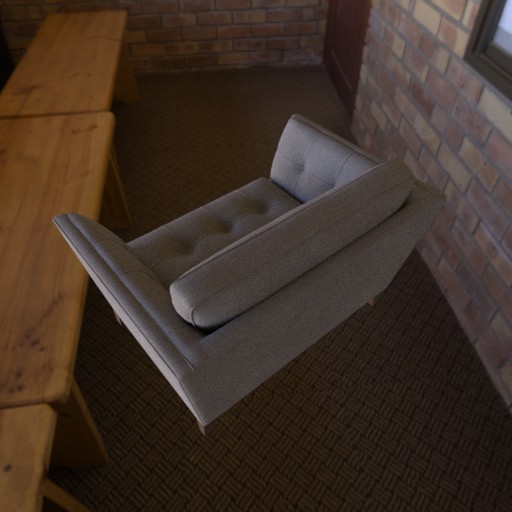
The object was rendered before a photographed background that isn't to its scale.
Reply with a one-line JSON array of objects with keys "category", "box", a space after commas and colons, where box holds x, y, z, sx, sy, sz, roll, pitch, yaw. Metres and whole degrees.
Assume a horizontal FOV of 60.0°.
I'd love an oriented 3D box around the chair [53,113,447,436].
[{"category": "chair", "box": [0.000, 0.000, 2.093, 1.396, 0.942, 0.965, -31, 53, -27]}]
